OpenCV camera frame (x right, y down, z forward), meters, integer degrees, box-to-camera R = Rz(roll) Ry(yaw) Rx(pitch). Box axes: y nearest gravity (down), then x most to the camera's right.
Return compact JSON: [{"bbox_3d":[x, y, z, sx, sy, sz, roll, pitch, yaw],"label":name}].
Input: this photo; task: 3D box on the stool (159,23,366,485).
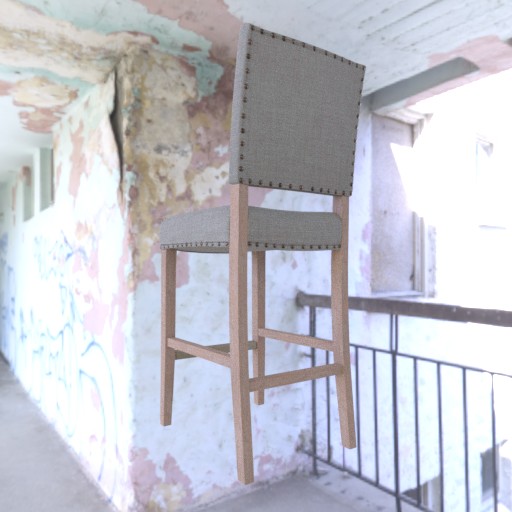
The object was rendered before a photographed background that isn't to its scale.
[{"bbox_3d":[0.000,0.000,1.449,0.445,1.173,0.585,0,-1,-34],"label":"stool"}]
